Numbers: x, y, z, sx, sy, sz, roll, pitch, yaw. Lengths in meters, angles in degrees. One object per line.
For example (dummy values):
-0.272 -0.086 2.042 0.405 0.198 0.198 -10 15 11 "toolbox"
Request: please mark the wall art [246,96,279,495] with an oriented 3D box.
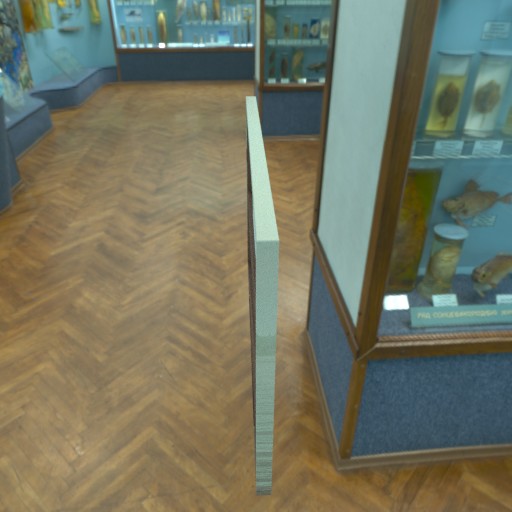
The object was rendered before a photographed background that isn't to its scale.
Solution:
0.000 0.000 1.446 0.040 0.765 1.149 -1 32 -2 "wall art"
